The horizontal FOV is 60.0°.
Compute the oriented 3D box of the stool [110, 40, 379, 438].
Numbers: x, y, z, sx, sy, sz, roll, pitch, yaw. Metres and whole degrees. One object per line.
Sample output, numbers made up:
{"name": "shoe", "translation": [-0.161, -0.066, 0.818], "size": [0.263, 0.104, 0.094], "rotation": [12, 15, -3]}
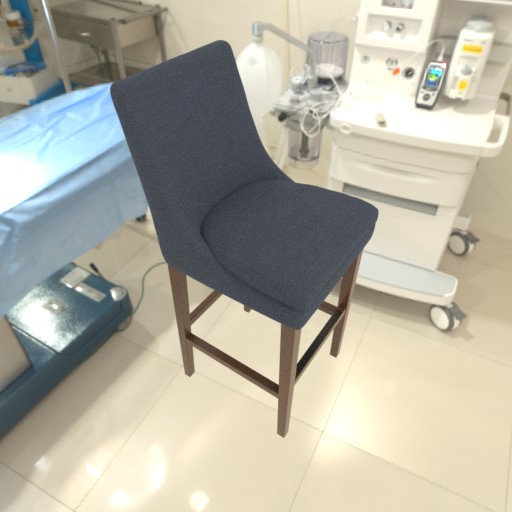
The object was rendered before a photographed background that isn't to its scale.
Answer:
{"name": "stool", "translation": [0.000, 0.000, 1.366], "size": [0.577, 1.078, 0.470], "rotation": [24, 47, 25]}
